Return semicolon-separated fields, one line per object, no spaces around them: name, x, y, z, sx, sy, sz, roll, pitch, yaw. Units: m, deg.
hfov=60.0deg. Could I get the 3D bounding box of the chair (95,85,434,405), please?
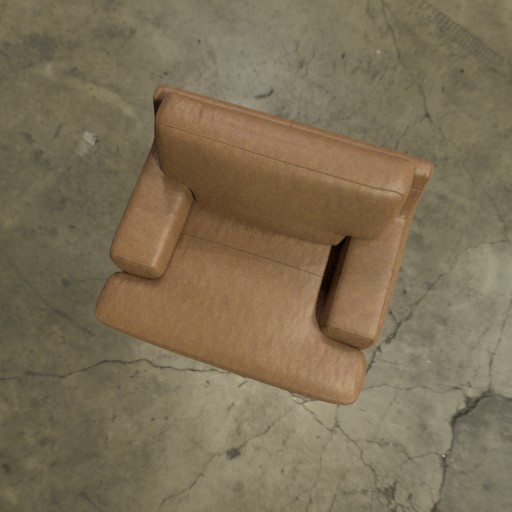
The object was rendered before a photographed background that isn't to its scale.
chair;0.000;0.000;2.037;1.276;0.978;1.050;18;75;5
